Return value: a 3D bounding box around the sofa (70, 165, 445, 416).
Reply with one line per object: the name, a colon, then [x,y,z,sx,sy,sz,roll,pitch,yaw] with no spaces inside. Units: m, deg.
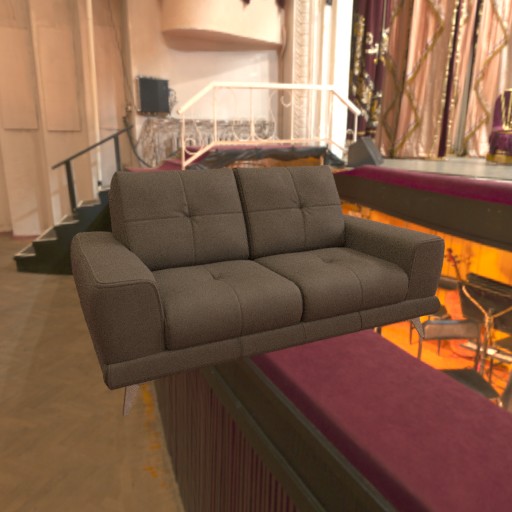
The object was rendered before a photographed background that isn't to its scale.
sofa: [0.000,0.000,2.391,1.806,0.907,1.018,-7,17,-26]
